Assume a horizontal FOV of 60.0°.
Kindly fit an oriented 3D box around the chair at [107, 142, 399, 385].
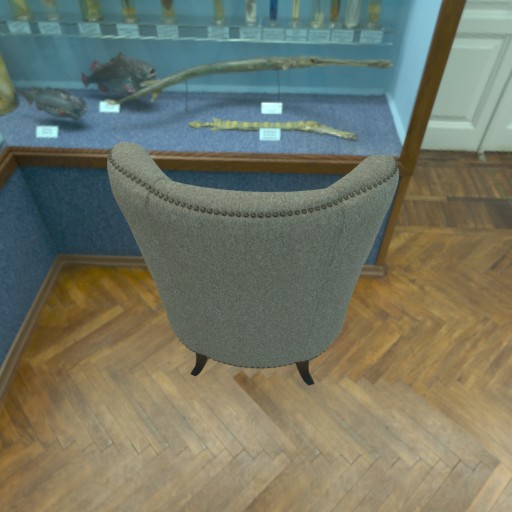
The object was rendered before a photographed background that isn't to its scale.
[{"bbox_3d":[0.000,0.000,1.582,0.759,1.060,0.758,4,47,3],"label":"chair"}]
